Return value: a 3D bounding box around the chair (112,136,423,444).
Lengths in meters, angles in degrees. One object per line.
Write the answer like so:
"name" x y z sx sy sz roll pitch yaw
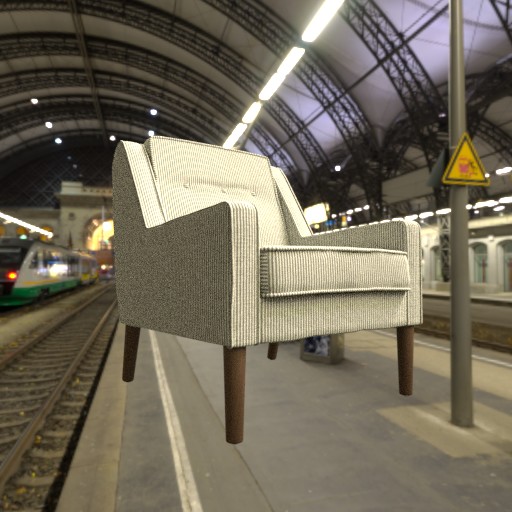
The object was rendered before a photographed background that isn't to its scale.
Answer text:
"chair" 0.000 0.000 1.340 0.663 0.792 0.743 1 -2 -36
